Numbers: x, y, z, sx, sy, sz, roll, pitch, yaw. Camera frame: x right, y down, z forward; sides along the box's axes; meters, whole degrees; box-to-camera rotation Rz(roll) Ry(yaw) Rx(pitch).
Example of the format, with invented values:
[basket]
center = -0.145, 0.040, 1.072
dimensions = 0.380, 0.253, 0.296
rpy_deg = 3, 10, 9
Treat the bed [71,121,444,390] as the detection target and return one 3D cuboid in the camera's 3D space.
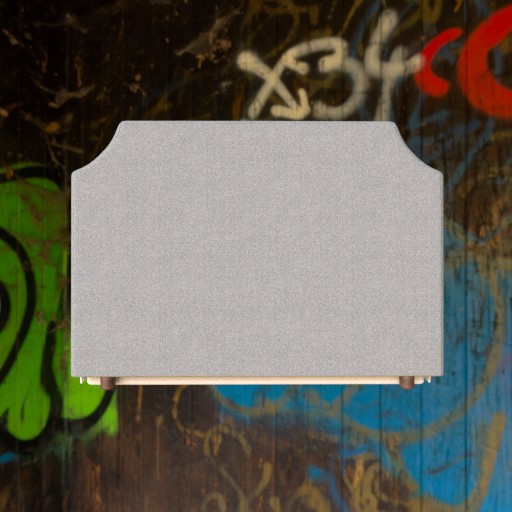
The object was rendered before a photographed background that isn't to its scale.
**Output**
[bed]
center = 0.000, 0.000, 3.245
dimensions = 1.811, 1.296, 2.259
rpy_deg = 0, 0, 0
